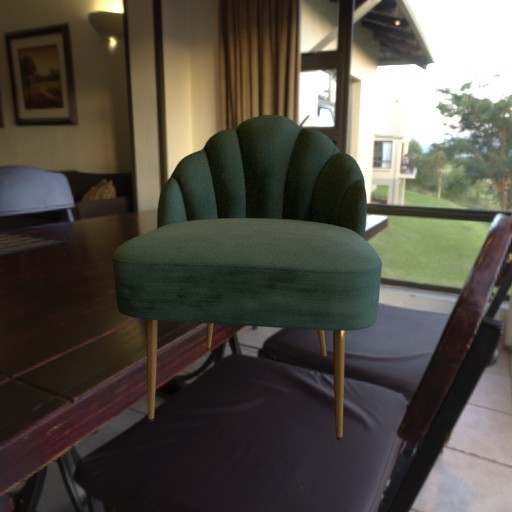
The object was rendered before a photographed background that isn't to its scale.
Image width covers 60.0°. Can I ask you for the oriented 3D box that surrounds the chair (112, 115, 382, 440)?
[{"bbox_3d":[0.000,0.000,1.283,0.657,0.819,0.599,2,14,9],"label":"chair"}]
